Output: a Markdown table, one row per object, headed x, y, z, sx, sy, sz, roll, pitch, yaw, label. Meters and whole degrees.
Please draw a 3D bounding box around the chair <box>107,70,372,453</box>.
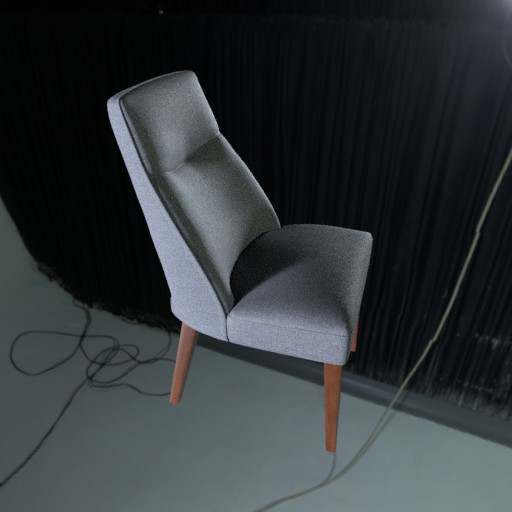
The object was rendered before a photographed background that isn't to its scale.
| x | y | z | sx | sy | sz | roll | pitch | yaw | label |
| --- | --- | --- | --- | --- | --- | --- | --- | --- | --- |
| 0.000 | 0.000 | 1.271 | 0.620 | 0.930 | 0.500 | 10 | 33 | 15 | chair |
